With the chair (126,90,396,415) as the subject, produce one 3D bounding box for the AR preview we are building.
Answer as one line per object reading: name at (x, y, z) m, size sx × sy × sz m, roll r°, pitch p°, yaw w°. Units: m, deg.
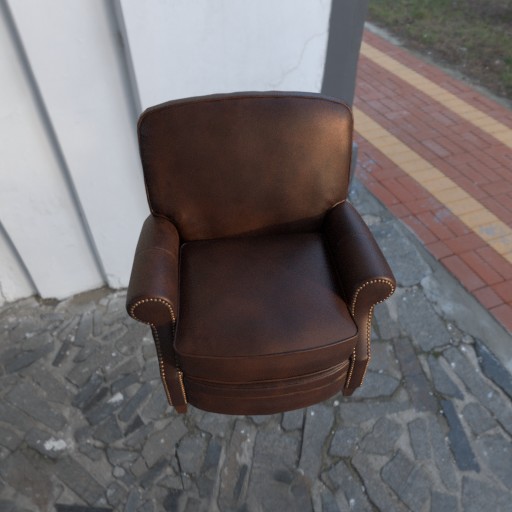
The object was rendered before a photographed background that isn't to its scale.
chair at (0.000, 0.000, 1.748) m, size 0.936 × 1.018 × 0.986 m, roll -4°, pitch 46°, yaw -4°
